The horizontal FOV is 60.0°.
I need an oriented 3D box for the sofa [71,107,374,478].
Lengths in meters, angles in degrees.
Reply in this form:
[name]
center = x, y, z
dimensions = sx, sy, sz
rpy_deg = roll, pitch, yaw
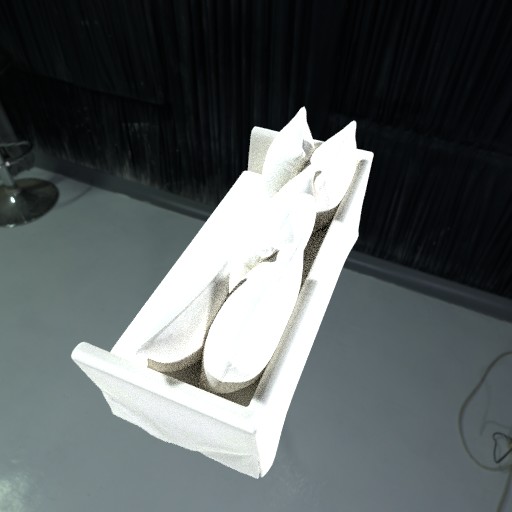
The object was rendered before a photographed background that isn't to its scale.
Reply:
[sofa]
center = 0.000, 0.000, 2.871
dimensions = 1.031, 1.034, 2.290
rpy_deg = 17, 48, 16
